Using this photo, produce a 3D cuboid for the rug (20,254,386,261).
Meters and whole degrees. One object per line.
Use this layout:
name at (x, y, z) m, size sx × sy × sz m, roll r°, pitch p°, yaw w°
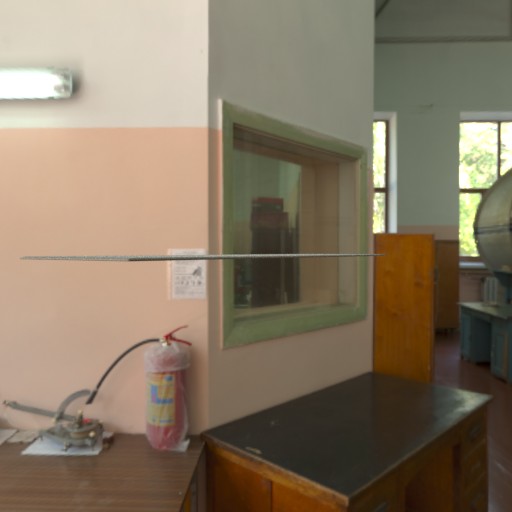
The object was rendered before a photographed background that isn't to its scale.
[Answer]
rug at (0.000, 0.000, 2.401) m, size 0.662 × 0.011 × 2.196 m, roll 0°, pitch 1°, yaw 36°
